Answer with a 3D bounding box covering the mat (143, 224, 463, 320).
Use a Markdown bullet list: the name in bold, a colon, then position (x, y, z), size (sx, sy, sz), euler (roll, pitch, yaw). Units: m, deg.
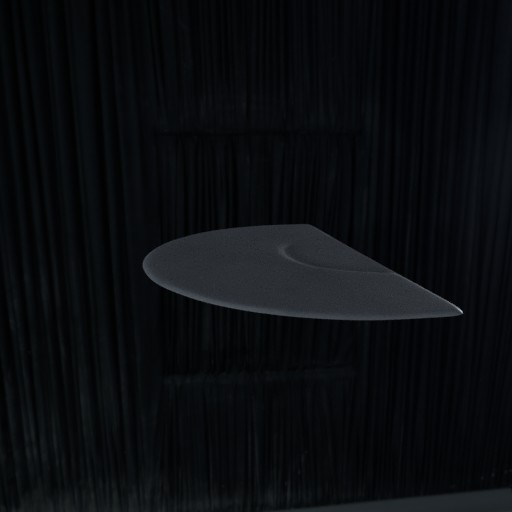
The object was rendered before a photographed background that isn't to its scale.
- **mat**: position (0.000, 0.000, 1.852), size (0.917, 0.016, 1.525), euler (-2, 13, -9)
